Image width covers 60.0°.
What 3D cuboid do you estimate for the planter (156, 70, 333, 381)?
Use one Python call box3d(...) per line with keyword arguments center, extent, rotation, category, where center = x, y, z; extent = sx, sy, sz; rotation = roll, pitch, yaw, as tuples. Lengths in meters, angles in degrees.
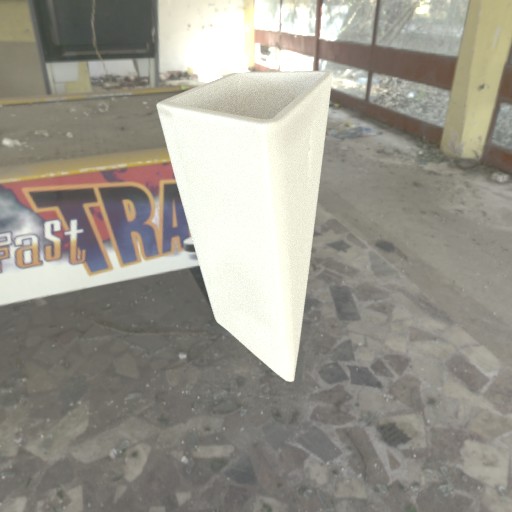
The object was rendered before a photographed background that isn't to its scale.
box3d(center=(0.000, 0.000, 0.274), extent=(0.060, 0.197, 0.150), rotation=(8, 31, 14), category="planter")
